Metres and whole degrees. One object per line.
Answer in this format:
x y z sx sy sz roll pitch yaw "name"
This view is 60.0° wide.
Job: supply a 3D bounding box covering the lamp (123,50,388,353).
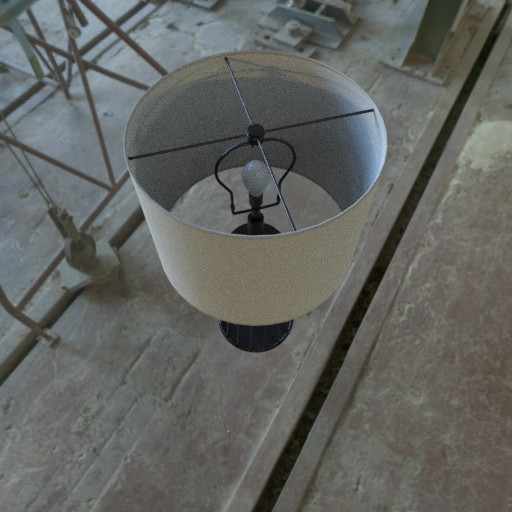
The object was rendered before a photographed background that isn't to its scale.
0.000 0.000 0.796 0.322 0.593 0.322 -14 59 -8 "lamp"
